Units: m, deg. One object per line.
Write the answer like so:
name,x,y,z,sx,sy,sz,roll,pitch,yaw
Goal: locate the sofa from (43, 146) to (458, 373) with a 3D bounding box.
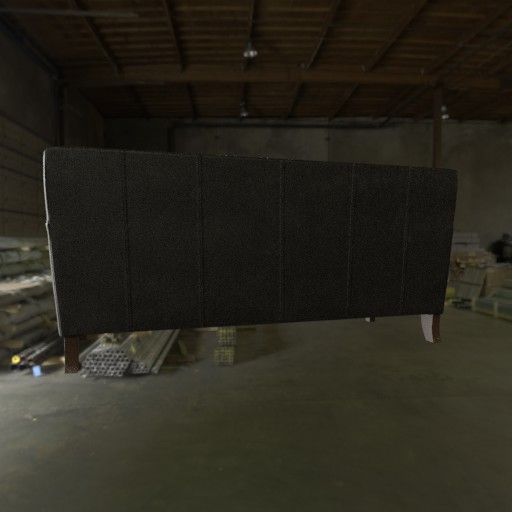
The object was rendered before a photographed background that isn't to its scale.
sofa,0.000,0.000,2.476,2.053,0.947,0.805,-1,2,-17
